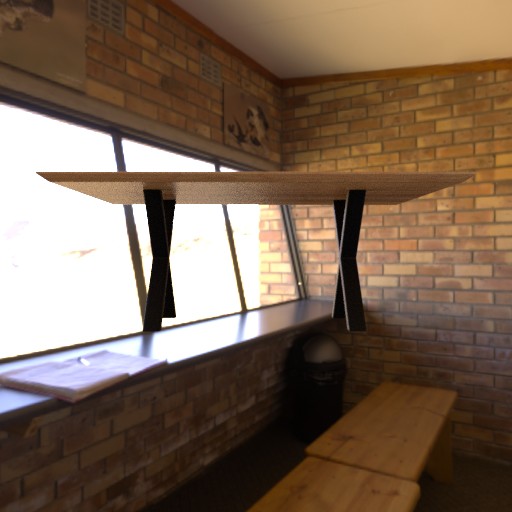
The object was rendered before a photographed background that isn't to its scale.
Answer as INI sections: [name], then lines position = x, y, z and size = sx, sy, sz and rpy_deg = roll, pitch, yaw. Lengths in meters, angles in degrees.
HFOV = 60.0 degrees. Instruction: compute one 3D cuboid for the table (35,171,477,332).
[table]
position = 0.000, 0.000, 2.510
size = 2.000, 0.770, 1.000
rpy_deg = 0, 0, 0
